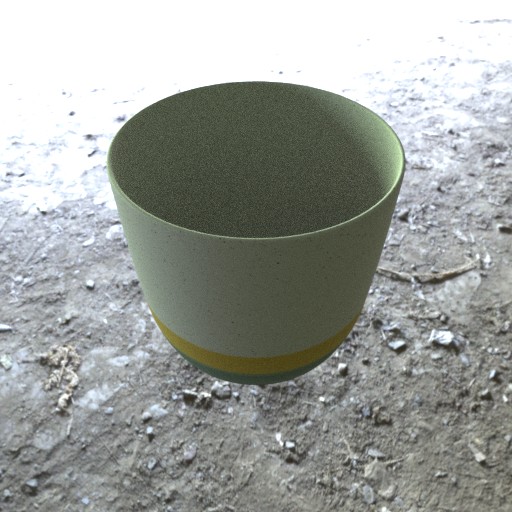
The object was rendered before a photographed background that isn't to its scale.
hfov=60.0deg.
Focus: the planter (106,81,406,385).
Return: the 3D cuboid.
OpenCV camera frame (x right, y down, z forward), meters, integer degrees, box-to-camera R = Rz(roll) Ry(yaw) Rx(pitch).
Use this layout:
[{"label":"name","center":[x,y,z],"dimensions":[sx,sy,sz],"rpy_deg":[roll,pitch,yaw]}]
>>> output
[{"label":"planter","center":[0.000,0.000,0.370],"dimensions":[0.195,0.214,0.195],"rpy_deg":[0,45,0]}]
